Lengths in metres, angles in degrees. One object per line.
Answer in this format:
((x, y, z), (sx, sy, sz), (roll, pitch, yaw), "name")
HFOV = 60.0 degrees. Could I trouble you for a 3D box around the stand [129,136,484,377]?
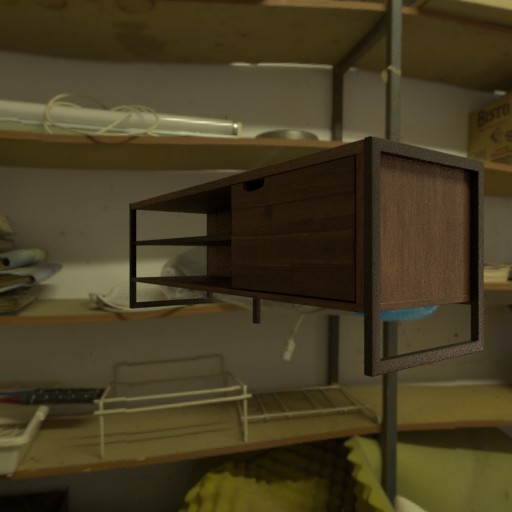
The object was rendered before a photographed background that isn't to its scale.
((0.000, 0.000, 1.661), (0.454, 0.506, 1.480), (0, 0, -35), "stand")
